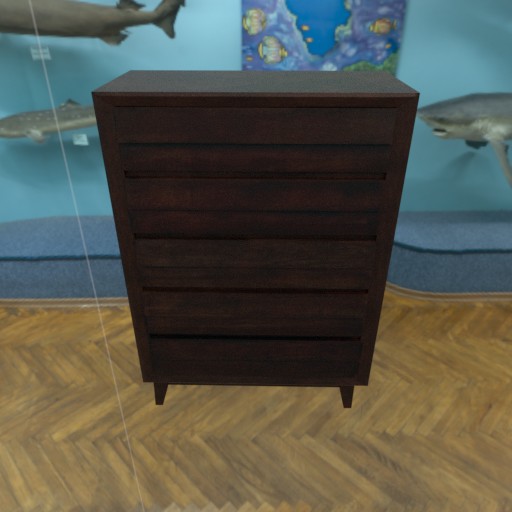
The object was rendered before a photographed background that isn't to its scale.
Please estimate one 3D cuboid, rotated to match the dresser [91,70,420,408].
[{"bbox_3d":[0.000,0.000,2.031,1.072,1.514,0.506,1,30,1],"label":"dresser"}]
